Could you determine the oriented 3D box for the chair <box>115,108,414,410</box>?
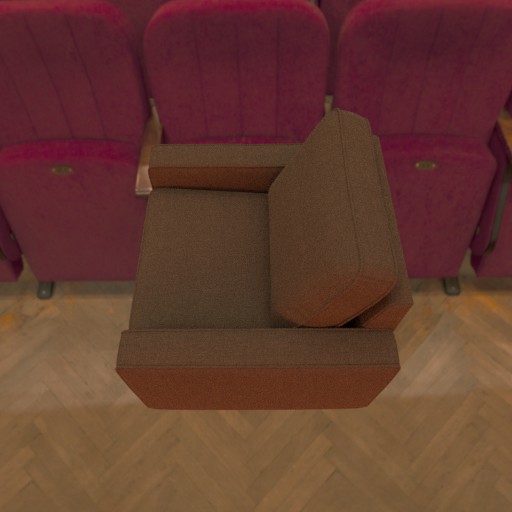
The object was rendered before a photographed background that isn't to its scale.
[{"bbox_3d":[0.000,0.000,1.755,0.940,0.919,1.017,0,58,0],"label":"chair"}]
